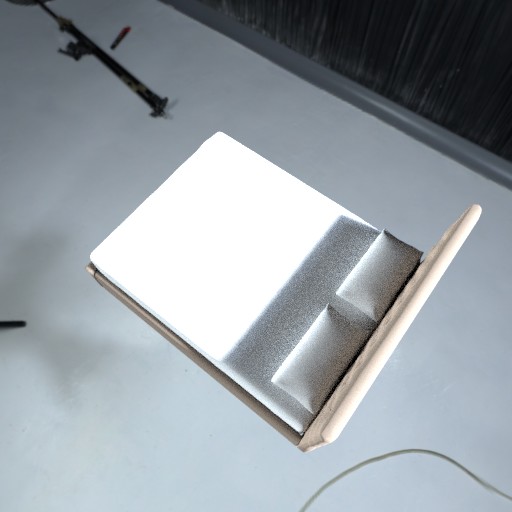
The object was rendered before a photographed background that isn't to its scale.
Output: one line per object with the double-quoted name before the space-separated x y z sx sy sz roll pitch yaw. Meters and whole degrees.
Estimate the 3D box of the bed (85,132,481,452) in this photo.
"bed" 0.000 0.000 3.330 2.233 1.426 1.696 35 69 15
